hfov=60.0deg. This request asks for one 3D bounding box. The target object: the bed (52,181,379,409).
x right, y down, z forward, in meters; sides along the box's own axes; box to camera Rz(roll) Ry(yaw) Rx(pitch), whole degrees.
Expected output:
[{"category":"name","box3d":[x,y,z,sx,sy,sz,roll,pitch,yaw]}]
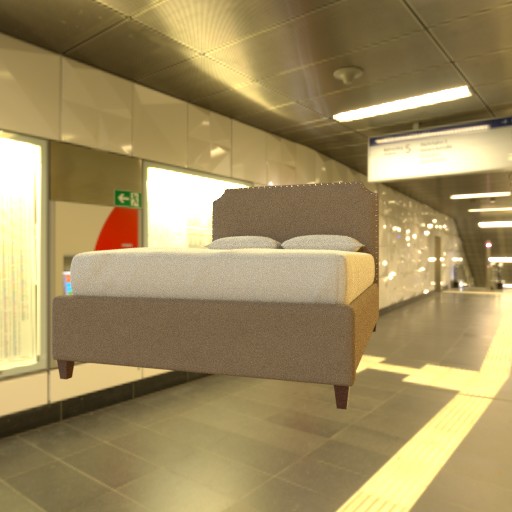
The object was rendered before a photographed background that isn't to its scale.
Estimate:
[{"category":"bed","box3d":[0.000,0.000,3.366,1.703,1.415,2.329,0,0,18]}]
